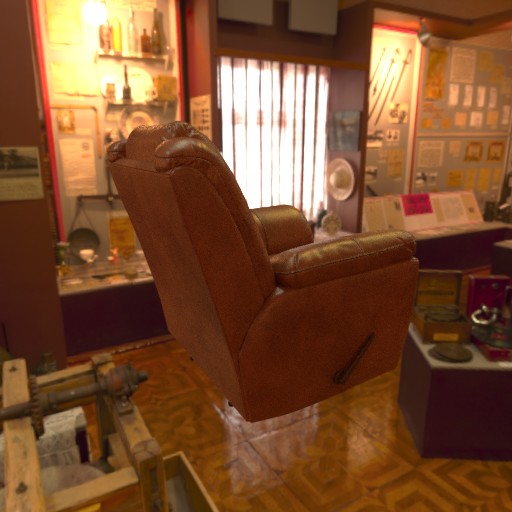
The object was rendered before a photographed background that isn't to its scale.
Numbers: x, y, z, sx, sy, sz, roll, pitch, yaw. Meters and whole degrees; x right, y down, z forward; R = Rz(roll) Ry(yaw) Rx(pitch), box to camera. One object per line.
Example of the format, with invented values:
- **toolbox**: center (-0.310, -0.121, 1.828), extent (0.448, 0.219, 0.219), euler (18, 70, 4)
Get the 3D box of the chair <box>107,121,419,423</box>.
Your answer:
- **chair**: center (0.000, 0.000, 1.930), extent (1.041, 1.093, 0.990), euler (-8, 16, -27)
